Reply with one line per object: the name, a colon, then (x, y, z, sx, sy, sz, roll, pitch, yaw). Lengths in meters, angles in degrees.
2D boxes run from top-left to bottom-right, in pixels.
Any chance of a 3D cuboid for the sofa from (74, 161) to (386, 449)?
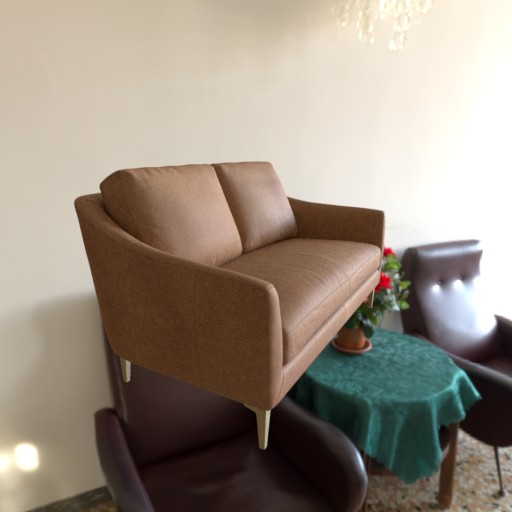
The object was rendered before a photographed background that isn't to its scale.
sofa: (0.000, 0.000, 2.219, 0.960, 0.902, 1.619, 7, 16, 27)
